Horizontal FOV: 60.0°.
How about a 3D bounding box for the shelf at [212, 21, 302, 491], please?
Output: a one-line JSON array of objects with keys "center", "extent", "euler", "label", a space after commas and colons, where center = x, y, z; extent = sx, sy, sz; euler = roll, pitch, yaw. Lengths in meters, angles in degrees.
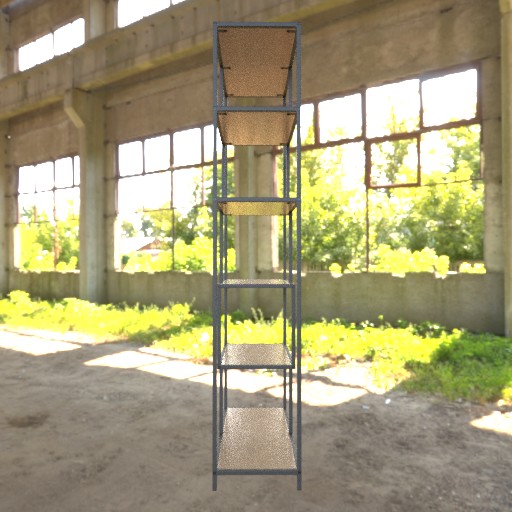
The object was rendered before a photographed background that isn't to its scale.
[{"center": [0.000, 0.000, 2.132], "extent": [0.350, 1.850, 0.770], "euler": [0, -1, -1], "label": "shelf"}]
